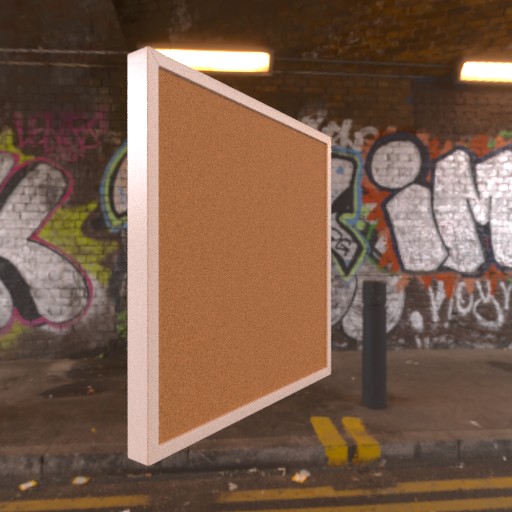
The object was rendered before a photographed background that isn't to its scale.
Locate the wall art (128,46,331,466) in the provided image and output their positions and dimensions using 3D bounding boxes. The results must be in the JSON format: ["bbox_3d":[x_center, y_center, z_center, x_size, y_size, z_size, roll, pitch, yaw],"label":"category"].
[{"bbox_3d":[0.000,0.000,0.752,0.038,0.508,0.508,0,0,35],"label":"wall art"}]
